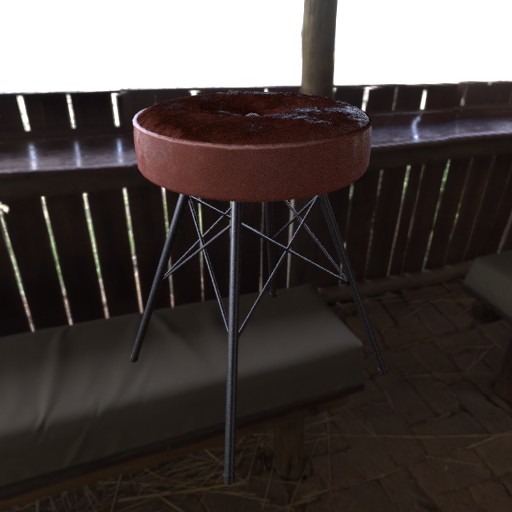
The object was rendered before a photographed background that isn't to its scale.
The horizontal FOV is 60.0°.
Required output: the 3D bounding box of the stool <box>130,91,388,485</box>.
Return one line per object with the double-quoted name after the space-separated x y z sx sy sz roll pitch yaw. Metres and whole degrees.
0.000 0.000 0.905 0.457 0.593 0.421 -21 35 -33 "stool"
